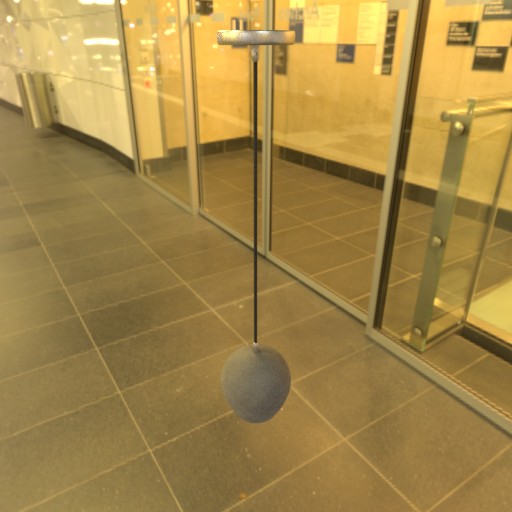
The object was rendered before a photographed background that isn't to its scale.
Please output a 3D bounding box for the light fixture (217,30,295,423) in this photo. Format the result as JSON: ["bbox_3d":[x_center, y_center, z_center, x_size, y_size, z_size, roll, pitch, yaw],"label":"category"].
[{"bbox_3d":[0.000,0.000,0.839,0.153,0.760,0.153,19,32,33],"label":"light fixture"}]
